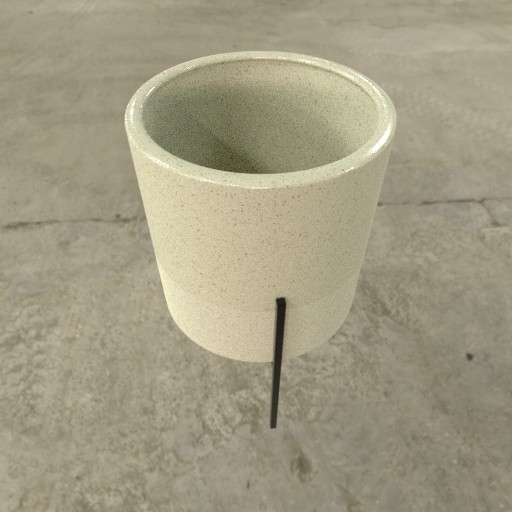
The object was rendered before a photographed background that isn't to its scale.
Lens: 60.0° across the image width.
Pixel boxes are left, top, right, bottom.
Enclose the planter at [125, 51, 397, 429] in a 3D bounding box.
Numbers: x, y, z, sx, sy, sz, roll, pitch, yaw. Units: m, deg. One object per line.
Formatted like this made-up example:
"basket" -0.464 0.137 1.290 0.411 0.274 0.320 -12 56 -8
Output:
"planter" 0.000 0.000 0.529 0.243 0.390 0.234 16 48 15
